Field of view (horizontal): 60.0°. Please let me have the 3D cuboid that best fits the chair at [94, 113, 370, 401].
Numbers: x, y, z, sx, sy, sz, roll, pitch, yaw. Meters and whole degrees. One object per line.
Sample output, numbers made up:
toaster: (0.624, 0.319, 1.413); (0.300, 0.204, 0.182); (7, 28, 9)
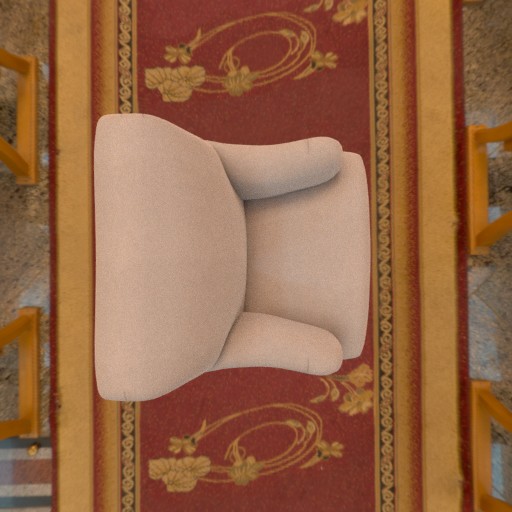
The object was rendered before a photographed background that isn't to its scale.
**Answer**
chair: (0.000, 0.000, 1.540); (0.842, 0.942, 0.766); (0, 91, 0)
